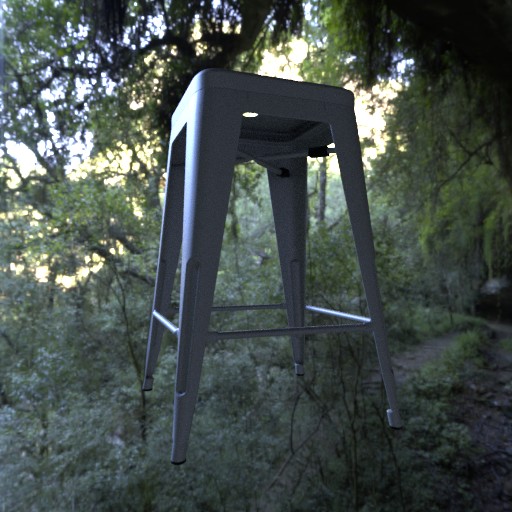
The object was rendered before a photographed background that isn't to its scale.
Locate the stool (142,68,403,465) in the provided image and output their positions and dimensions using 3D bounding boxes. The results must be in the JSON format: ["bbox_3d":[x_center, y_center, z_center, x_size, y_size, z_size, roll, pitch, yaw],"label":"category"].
[{"bbox_3d":[0.000,0.000,0.897,0.406,0.610,0.406,0,-1,-20],"label":"stool"}]
